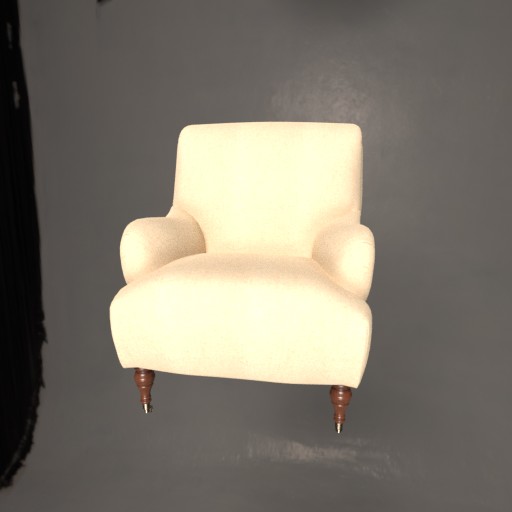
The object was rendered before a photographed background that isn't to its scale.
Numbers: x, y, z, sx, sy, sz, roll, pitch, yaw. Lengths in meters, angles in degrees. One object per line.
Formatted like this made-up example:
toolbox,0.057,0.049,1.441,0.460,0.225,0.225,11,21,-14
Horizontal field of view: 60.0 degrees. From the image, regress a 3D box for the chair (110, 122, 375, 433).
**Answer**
chair,0.000,0.000,1.575,0.766,0.944,0.842,2,14,9
